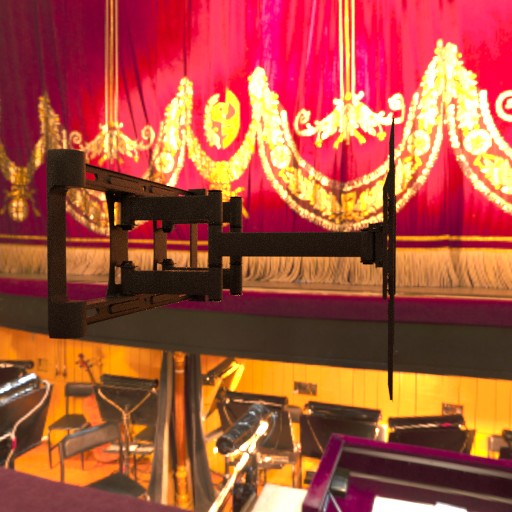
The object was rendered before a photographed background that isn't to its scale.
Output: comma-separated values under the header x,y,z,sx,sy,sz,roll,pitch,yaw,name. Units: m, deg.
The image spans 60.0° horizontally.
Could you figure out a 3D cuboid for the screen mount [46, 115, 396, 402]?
x,y,z,sx,sy,sz,roll,pitch,yaw,name
0.000,0.000,1.069,0.644,0.491,0.661,0,1,18,screen mount
